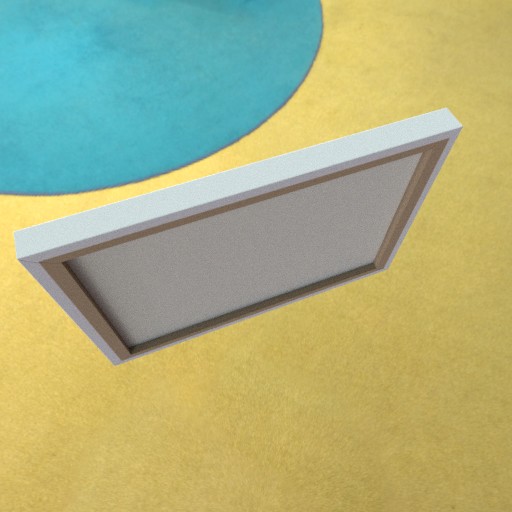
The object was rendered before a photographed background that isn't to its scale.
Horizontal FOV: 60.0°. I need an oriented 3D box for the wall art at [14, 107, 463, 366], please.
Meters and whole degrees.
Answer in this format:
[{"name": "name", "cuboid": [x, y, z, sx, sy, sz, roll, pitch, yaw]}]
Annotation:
[{"name": "wall art", "cuboid": [0.000, 0.000, 0.756, 0.608, 0.414, 0.042, -18, 61, -11]}]
